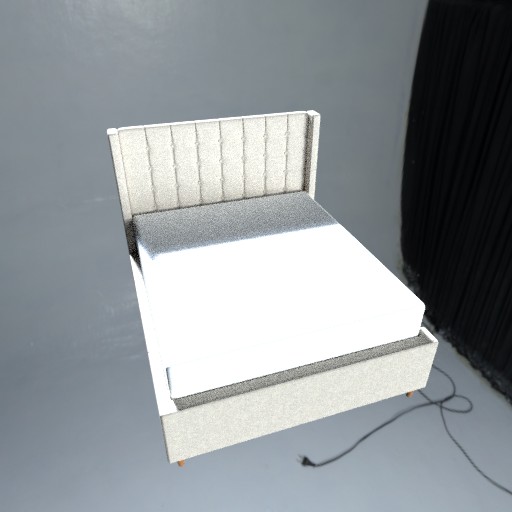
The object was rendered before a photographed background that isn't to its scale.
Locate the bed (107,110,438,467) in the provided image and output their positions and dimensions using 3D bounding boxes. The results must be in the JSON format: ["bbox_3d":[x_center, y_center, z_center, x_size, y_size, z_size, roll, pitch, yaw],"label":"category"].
[{"bbox_3d":[0.000,0.000,3.793,2.045,1.743,2.370,-10,34,-16],"label":"bed"}]
